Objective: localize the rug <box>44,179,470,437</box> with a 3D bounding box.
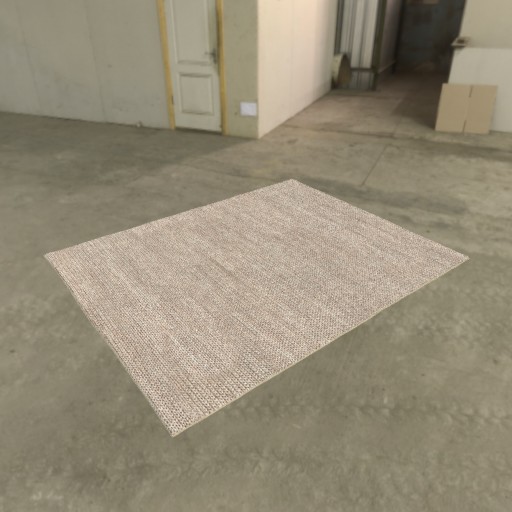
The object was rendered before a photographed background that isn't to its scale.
[{"bbox_3d":[0.000,0.000,4.042,3.052,0.030,2.429,-22,38,-32],"label":"rug"}]
